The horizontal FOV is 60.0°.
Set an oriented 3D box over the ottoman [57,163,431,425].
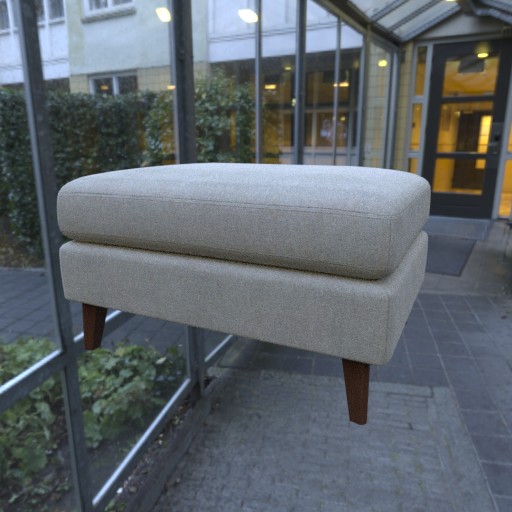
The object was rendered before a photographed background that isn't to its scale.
[{"bbox_3d":[0.000,0.000,1.205,0.823,0.478,0.610,7,16,25],"label":"ottoman"}]
